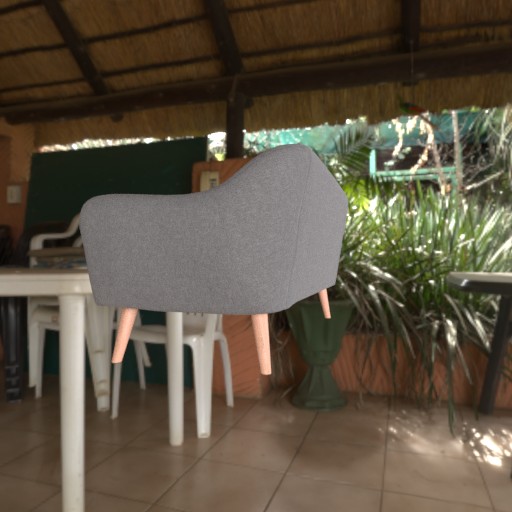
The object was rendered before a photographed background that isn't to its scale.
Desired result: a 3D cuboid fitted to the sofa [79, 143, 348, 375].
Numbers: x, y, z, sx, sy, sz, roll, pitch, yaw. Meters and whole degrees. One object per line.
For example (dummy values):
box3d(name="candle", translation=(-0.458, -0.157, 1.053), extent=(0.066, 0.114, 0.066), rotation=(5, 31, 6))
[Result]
box3d(name="sofa", translation=(0.000, 0.000, 2.316), extent=(0.820, 0.820, 1.840), rotation=(0, 0, 17))
